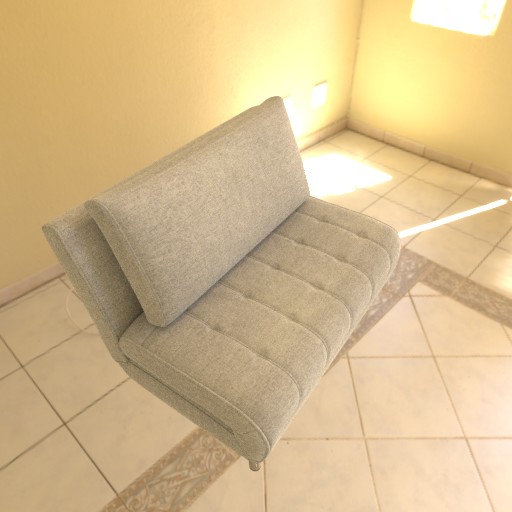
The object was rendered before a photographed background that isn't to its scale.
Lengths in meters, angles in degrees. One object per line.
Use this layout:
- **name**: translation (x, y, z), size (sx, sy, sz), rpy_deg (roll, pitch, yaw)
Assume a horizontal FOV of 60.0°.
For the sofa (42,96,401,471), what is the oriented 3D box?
- **sofa**: translation (0.000, 0.000, 1.852), size (0.910, 0.910, 1.220), rpy_deg (24, 46, 26)
